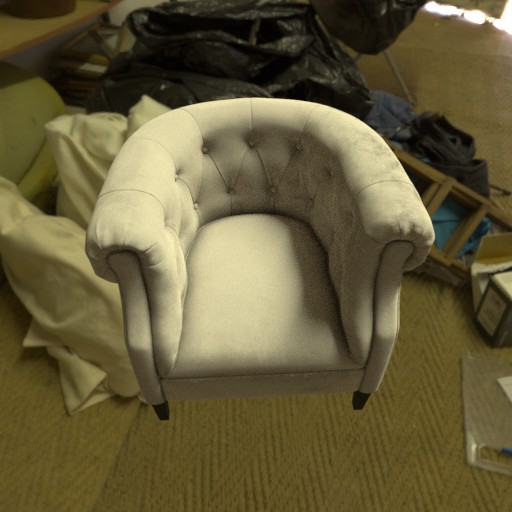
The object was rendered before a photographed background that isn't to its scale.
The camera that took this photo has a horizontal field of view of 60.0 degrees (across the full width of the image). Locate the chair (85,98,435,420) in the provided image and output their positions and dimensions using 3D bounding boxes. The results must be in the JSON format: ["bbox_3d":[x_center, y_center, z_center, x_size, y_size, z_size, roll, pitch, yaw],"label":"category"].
[{"bbox_3d":[0.000,0.000,1.556,0.904,0.826,0.851,-2,45,-2],"label":"chair"}]
